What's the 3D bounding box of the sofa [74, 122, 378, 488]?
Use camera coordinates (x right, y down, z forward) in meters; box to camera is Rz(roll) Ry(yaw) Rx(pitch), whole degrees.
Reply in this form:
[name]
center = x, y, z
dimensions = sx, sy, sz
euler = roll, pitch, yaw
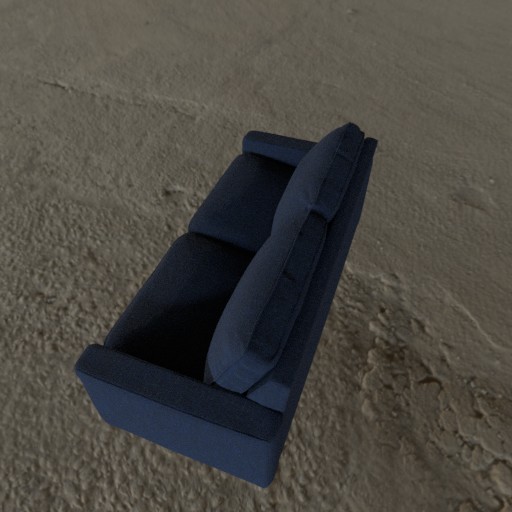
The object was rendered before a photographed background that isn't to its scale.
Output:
[sofa]
center = 0.000, 0.000, 2.524
dimensions = 0.940, 0.919, 2.080
euler = 15, 48, 14
